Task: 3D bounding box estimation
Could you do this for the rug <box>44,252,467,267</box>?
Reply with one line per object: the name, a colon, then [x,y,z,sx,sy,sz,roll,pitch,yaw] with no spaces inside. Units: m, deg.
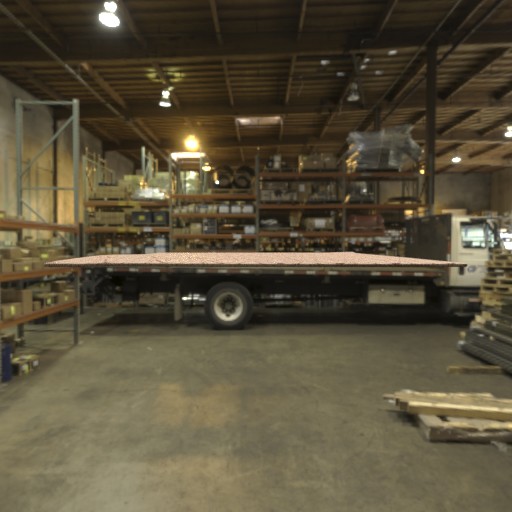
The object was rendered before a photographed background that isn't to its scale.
rug: [0.000,0.000,4.056,2.453,0.043,3.052,0,2,0]
